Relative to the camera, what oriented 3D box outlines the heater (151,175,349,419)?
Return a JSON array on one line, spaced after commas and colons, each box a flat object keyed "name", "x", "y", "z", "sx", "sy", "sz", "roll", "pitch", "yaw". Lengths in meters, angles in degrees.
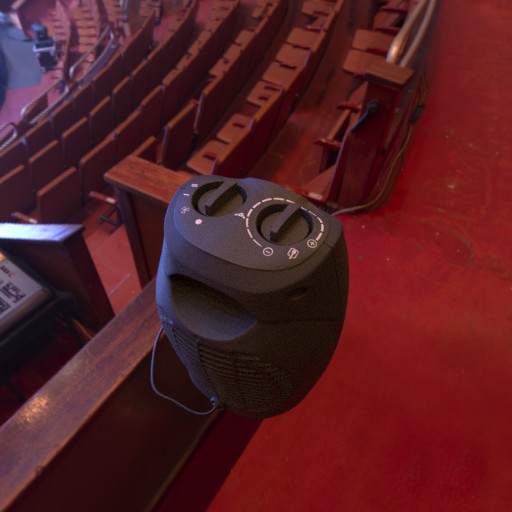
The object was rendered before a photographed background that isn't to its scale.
[{"name": "heater", "x": 0.000, "y": 0.000, "z": 0.484, "sx": 0.239, "sy": 0.240, "sz": 0.291, "roll": 23, "pitch": 51, "yaw": 20}]
